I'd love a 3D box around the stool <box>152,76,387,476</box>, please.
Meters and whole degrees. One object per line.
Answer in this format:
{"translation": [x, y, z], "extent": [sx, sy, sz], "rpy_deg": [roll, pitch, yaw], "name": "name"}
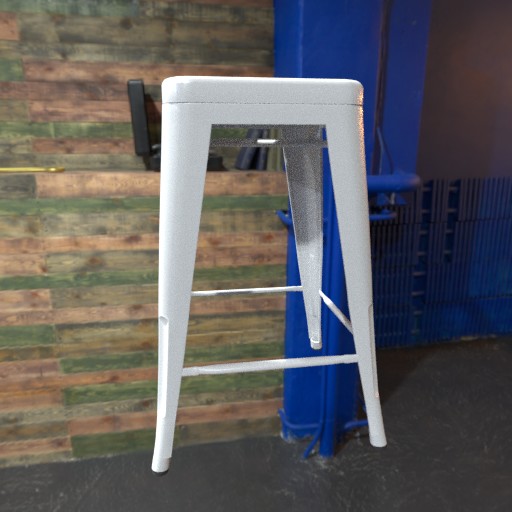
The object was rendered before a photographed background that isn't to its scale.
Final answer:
{"translation": [0.000, 0.000, 0.856], "extent": [0.406, 0.610, 0.406], "rpy_deg": [-2, 15, -9], "name": "stool"}
